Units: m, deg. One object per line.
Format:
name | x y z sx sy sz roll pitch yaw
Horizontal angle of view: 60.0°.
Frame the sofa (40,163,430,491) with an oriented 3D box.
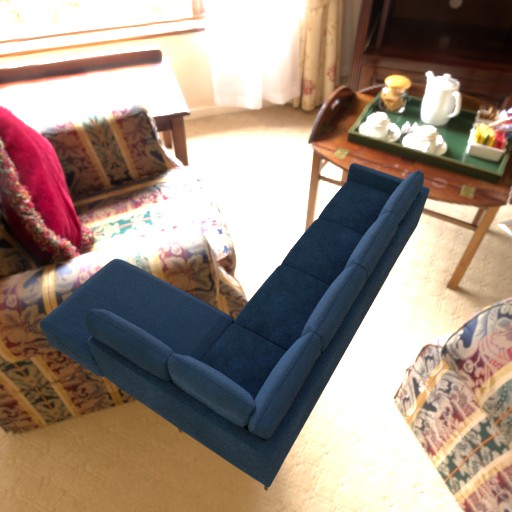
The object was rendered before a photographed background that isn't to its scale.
sofa | 0.000 0.000 3.194 1.707 0.687 2.486 24 51 22
